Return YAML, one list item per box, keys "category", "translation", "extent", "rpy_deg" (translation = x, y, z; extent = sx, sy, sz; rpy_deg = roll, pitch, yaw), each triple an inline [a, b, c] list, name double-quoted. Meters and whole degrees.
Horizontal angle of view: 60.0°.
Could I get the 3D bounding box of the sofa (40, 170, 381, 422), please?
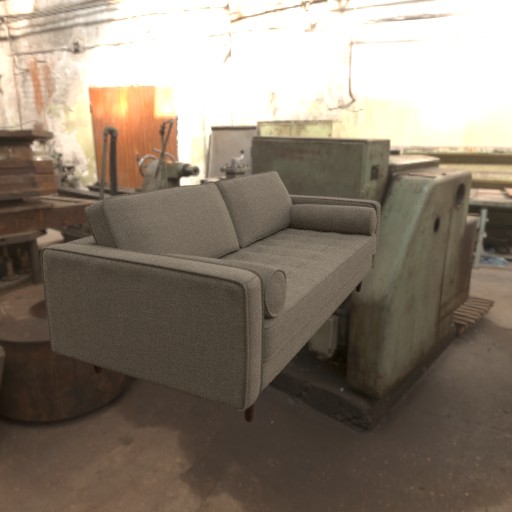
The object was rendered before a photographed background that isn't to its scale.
- category: "sofa"
  translation: [0.000, 0.000, 2.305]
  extent: [0.914, 0.762, 1.879]
  rpy_deg: [8, 17, 26]
